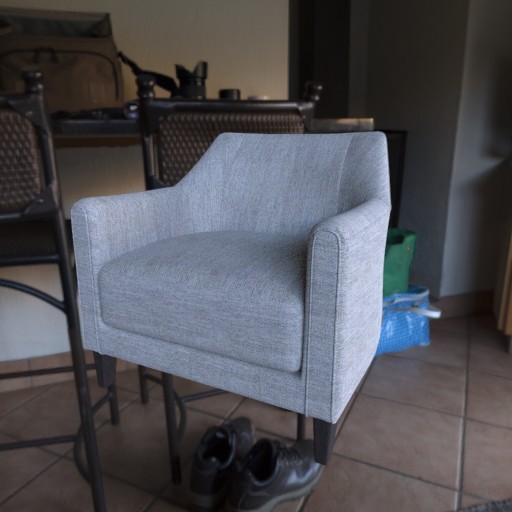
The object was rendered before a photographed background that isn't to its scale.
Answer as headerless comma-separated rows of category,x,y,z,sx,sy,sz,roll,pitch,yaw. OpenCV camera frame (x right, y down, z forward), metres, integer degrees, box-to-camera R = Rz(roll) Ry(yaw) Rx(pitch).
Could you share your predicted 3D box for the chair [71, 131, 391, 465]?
chair,0.000,0.000,1.397,0.796,0.761,0.758,8,17,27
